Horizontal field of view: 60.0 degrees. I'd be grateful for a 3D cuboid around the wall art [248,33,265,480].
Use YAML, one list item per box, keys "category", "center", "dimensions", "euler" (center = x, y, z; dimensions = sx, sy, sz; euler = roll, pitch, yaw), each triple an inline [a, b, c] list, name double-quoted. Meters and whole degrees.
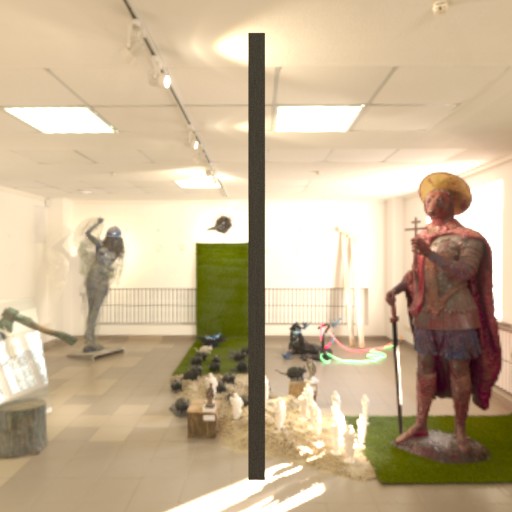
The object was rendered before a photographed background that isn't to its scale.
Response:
- category: "wall art"
  center: [0.000, 0.000, 1.514]
  dimensions: [0.038, 1.016, 1.016]
  euler: [0, 0, 0]
